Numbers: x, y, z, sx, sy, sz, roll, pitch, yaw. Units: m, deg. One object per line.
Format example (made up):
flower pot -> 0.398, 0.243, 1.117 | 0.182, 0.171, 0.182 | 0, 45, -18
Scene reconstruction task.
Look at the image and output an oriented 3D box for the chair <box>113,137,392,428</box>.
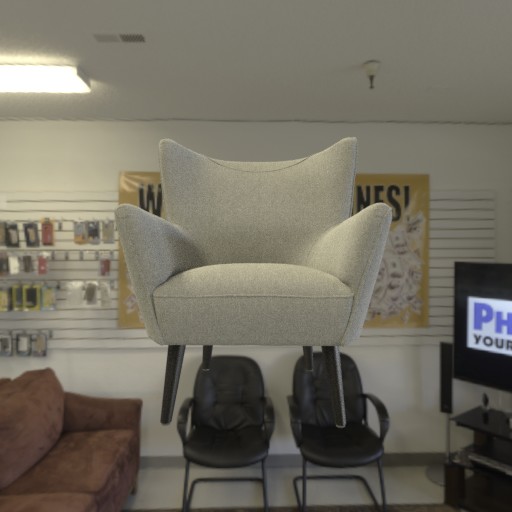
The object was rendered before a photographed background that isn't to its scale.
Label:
chair -> 0.000, 0.000, 1.591 | 0.781, 0.933, 0.888 | 0, 1, 2
